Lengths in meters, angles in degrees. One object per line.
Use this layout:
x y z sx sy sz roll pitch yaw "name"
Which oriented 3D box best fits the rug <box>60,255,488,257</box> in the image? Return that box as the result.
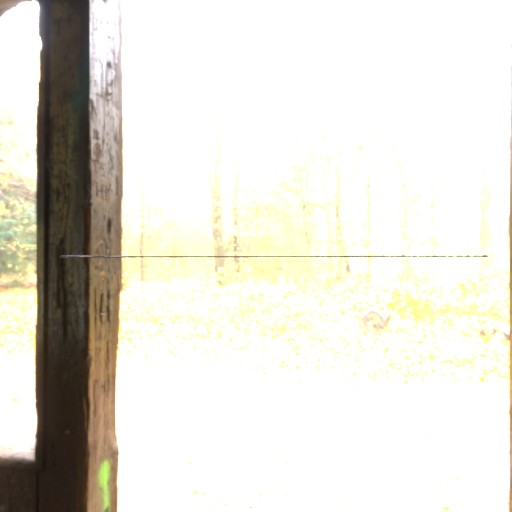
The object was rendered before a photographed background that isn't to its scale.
0.000 0.000 4.439 3.416 0.016 2.471 0 0 -18 "rug"
